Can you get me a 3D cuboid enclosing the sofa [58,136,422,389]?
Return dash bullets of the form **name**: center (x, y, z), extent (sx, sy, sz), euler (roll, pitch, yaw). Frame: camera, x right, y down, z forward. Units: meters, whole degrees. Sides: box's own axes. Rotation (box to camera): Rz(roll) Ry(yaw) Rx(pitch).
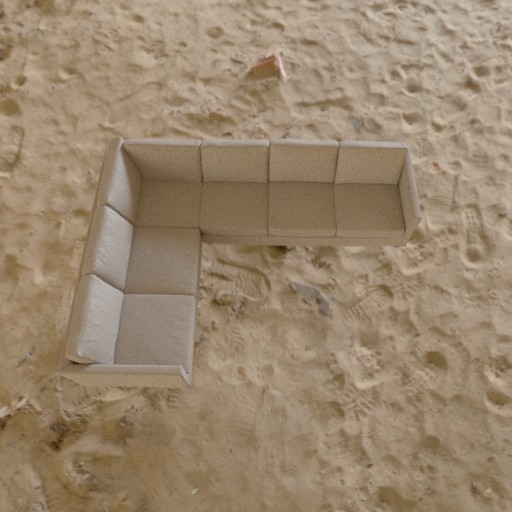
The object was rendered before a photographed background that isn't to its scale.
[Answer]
- **sofa**: center (0.000, 0.000, 4.318), extent (3.182, 0.863, 2.432), euler (1, 64, 0)
